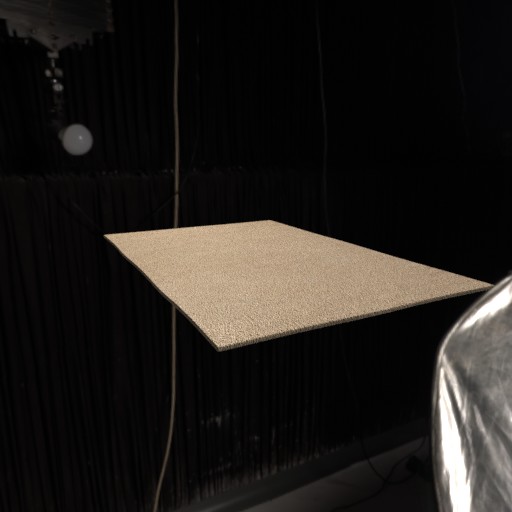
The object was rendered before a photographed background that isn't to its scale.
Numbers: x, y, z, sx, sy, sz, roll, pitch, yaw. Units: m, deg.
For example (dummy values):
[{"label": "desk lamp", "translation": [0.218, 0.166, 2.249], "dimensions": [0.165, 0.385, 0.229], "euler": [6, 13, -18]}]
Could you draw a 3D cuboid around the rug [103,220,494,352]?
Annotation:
[{"label": "rug", "translation": [0.000, 0.000, 3.408], "dimensions": [1.800, 0.025, 2.699], "euler": [-7, 16, -27]}]
